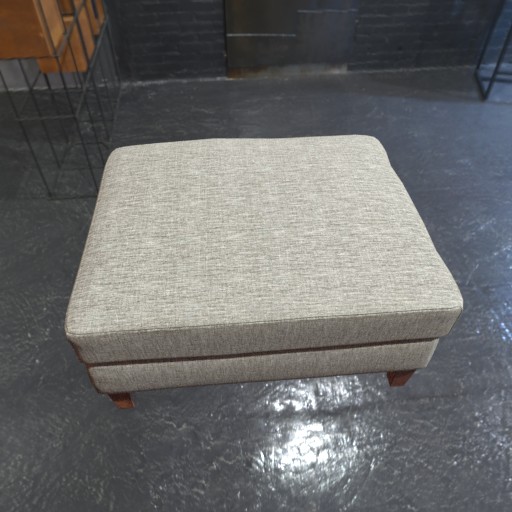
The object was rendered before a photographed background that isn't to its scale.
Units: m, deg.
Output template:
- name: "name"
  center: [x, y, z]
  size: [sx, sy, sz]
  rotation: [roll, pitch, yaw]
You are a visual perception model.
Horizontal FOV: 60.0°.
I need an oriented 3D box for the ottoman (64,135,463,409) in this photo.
- name: "ottoman"
  center: [0.000, 0.000, 1.483]
  size: [0.994, 0.492, 0.839]
  rotation: [-4, 46, -4]
